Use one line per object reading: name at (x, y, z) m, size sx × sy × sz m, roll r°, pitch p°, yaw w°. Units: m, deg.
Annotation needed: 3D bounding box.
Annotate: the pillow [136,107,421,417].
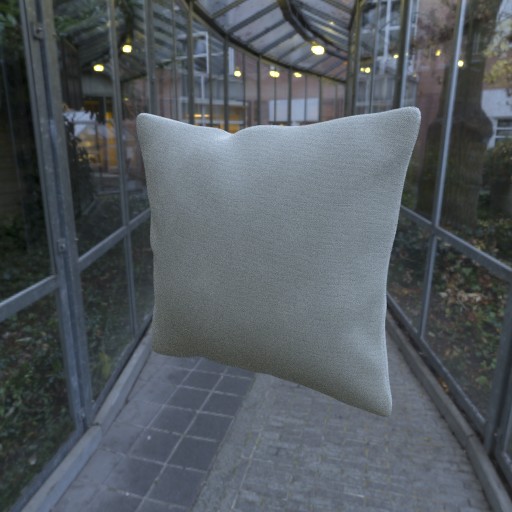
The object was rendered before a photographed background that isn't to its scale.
pillow at (0.000, 0.000, 0.670) m, size 0.437 × 0.420 × 0.162 m, roll 8°, pitch 17°, yaw 27°
